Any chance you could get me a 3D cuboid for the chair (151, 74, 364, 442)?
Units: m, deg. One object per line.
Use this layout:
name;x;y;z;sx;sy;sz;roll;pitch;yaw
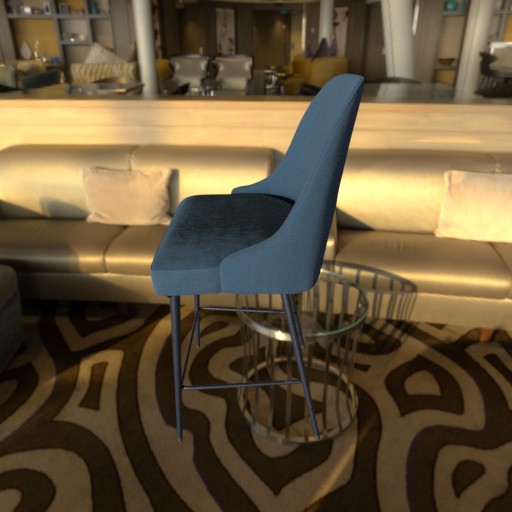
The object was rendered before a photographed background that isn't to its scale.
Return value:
chair;0.000;0.000;1.229;0.489;0.927;0.526;0;25;0
